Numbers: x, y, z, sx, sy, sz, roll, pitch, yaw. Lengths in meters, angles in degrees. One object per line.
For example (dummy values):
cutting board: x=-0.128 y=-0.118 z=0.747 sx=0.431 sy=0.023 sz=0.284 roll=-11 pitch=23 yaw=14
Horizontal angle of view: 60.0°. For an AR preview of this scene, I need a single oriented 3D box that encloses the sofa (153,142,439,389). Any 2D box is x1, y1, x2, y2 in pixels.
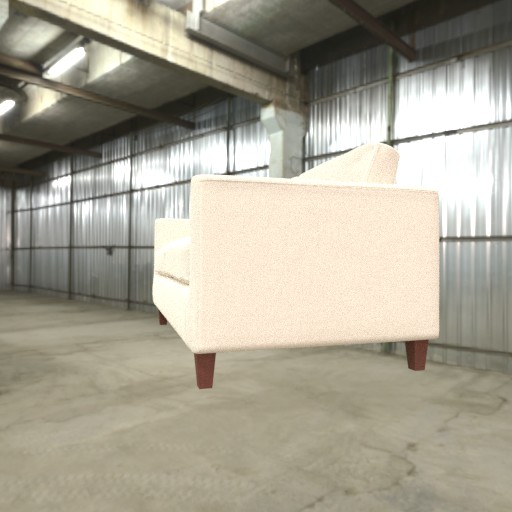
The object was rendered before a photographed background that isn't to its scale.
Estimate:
sofa: x=0.000 y=0.000 z=2.322 sx=0.964 sy=0.888 sz=1.702 roll=0 pitch=-1 yaw=-17
